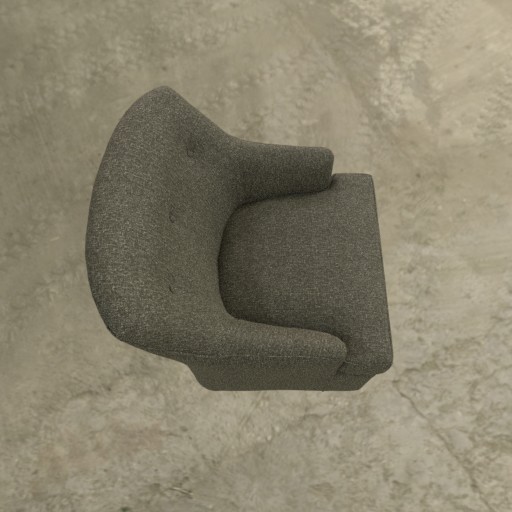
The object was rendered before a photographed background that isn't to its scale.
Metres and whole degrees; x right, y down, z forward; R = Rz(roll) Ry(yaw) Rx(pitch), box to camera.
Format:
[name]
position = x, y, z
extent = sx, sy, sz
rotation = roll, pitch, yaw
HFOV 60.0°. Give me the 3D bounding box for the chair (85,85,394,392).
[chair]
position = 0.000, 0.000, 1.586
extent = 0.923, 0.856, 0.864
rotation = 2, 62, 1
